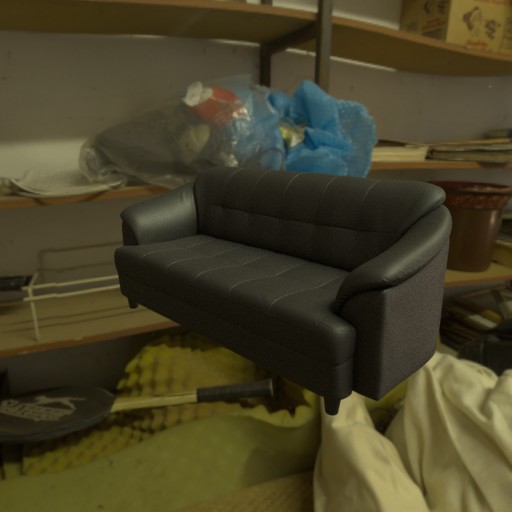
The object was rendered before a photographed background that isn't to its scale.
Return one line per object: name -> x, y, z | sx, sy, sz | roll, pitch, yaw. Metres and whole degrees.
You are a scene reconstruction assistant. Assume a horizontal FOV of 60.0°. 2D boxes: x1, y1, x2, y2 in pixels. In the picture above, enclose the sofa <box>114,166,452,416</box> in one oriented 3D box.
sofa -> 0.000, 0.000, 2.277 | 0.800, 0.811, 1.829 | -14, 21, -42
